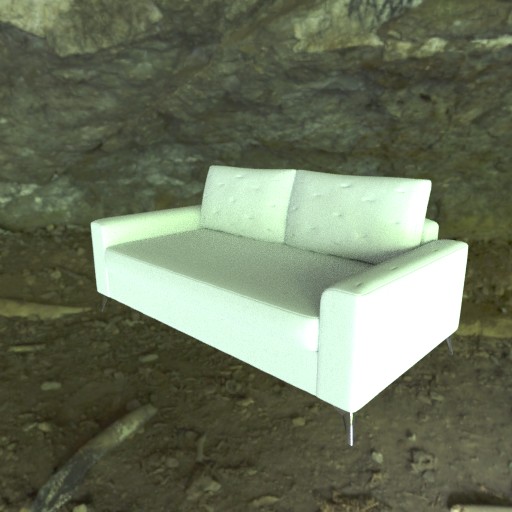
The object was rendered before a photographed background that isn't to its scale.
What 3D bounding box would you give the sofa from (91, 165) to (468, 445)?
[{"bbox_3d":[0.000,0.000,2.140,1.650,0.790,0.920,14,20,42],"label":"sofa"}]
